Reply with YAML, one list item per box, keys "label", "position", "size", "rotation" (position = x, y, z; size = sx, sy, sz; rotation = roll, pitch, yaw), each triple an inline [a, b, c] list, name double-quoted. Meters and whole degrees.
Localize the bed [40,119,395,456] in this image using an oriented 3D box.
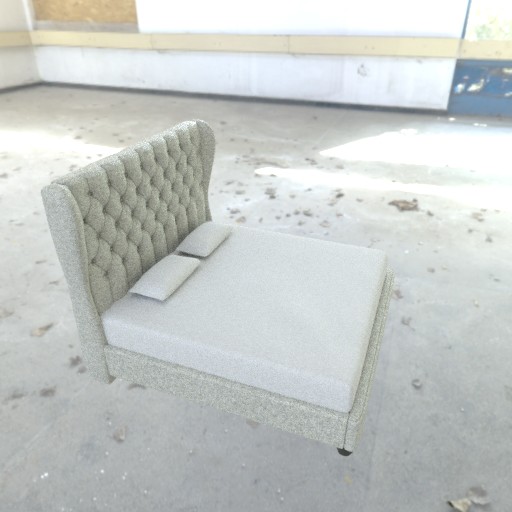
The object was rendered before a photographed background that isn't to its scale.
- label: "bed"
  position: [0.000, 0.000, 3.932]
  size: [2.347, 1.771, 2.219]
  rotation: [11, 32, 18]
